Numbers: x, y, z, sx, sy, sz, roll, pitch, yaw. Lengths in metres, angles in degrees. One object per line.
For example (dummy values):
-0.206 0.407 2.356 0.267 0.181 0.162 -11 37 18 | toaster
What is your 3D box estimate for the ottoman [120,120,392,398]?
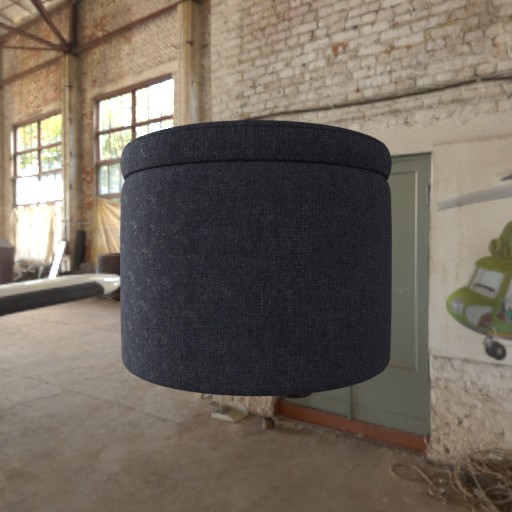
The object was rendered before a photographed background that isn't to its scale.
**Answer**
0.000 0.000 0.887 0.520 0.430 0.520 0 1 0 | ottoman
